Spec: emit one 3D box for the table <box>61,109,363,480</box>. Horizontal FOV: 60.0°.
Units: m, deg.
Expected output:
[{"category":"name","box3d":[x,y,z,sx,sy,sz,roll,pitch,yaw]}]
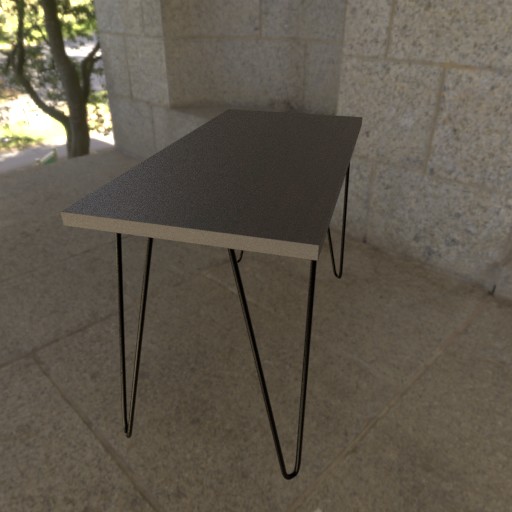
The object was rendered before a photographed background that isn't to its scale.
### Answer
[{"category":"table","box3d":[0.000,0.000,1.369,0.499,0.660,0.991,8,31,14]}]
